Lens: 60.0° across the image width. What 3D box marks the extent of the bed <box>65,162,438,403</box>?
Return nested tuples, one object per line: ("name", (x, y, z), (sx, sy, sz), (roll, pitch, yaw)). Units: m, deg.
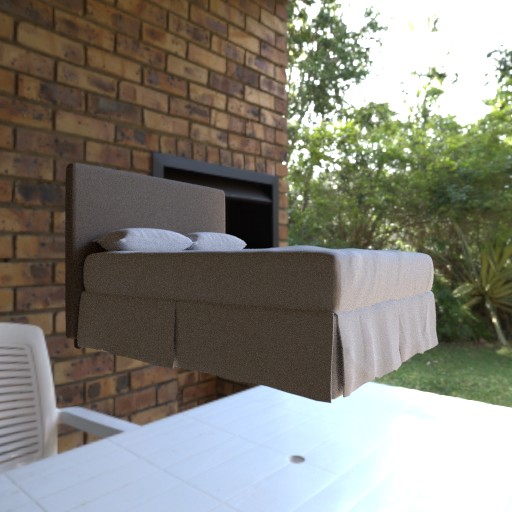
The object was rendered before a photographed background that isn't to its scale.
("bed", (0.000, 0.000, 3.192), (2.142, 1.330, 1.723), (0, 0, 36))
